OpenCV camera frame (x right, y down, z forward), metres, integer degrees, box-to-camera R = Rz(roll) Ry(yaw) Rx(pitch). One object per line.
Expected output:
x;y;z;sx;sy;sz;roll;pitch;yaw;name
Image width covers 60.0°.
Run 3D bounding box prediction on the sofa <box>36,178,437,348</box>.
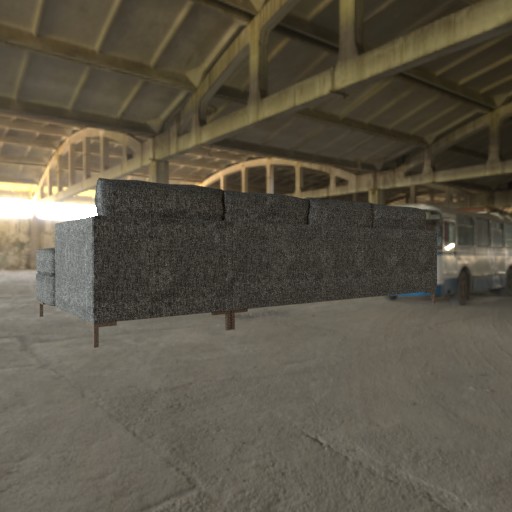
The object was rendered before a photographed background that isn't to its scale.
0.000;0.000;3.994;3.384;0.970;1.488;-1;1;-36;sofa
